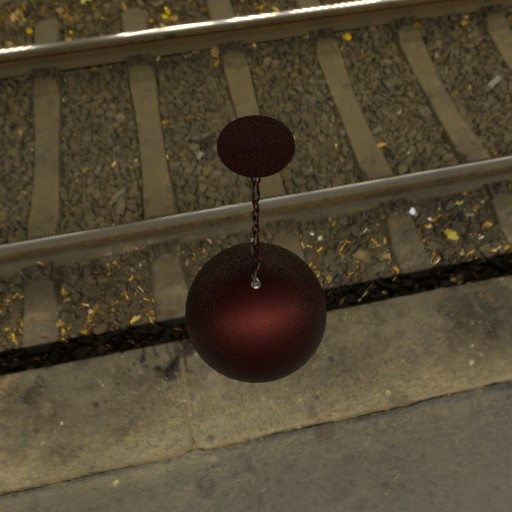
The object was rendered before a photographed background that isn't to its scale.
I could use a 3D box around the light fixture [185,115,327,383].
[{"bbox_3d":[0.000,0.000,1.169,0.492,0.869,0.492,-30,67,-14],"label":"light fixture"}]
